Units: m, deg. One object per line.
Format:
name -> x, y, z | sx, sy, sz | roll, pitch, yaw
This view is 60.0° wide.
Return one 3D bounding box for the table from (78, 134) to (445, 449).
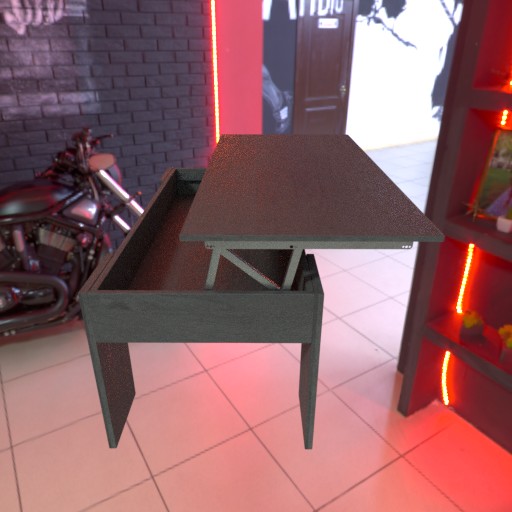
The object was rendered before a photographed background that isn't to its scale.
table -> 0.000, 0.000, 1.401 | 0.711, 0.570, 1.000 | 0, 26, 0
